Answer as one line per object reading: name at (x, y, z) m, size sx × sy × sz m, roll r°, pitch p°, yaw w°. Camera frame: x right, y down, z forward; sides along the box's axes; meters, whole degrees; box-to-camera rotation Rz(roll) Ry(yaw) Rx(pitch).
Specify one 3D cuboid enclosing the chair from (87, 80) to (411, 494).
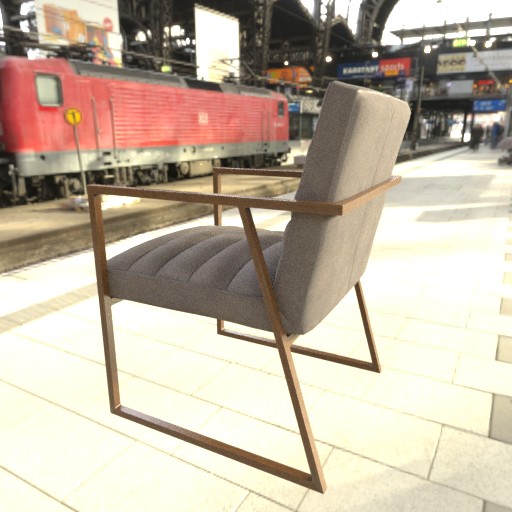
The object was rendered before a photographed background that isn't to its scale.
chair at (0.000, 0.000, 1.226) m, size 0.682 × 0.843 × 0.578 m, roll 8°, pitch 18°, yaw 26°
